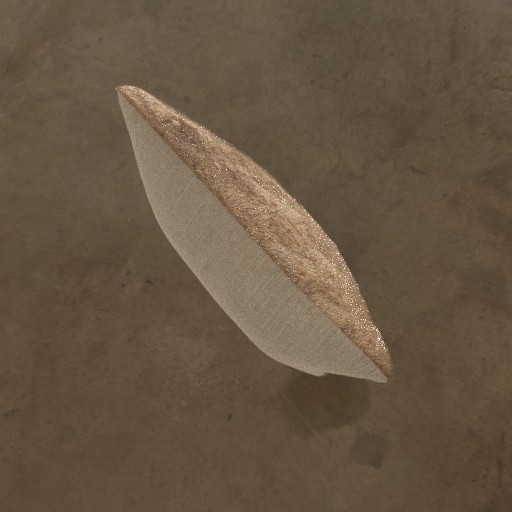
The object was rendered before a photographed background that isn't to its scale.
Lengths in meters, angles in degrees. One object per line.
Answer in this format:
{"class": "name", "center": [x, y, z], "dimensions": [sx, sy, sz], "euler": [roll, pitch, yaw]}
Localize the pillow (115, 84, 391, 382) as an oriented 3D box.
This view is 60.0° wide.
{"class": "pillow", "center": [0.000, 0.000, 0.817], "dimensions": [0.216, 0.525, 0.538], "euler": [-40, 80, -9]}
